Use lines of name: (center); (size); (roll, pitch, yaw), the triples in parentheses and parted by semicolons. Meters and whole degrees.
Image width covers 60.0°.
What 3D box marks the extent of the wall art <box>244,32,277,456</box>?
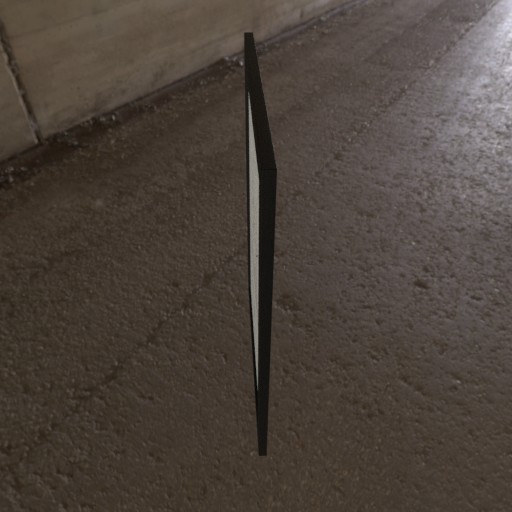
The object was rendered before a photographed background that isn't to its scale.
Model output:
wall art: (0.000, 0.000, 0.586); (0.011, 0.459, 0.326); (-2, 42, -2)
